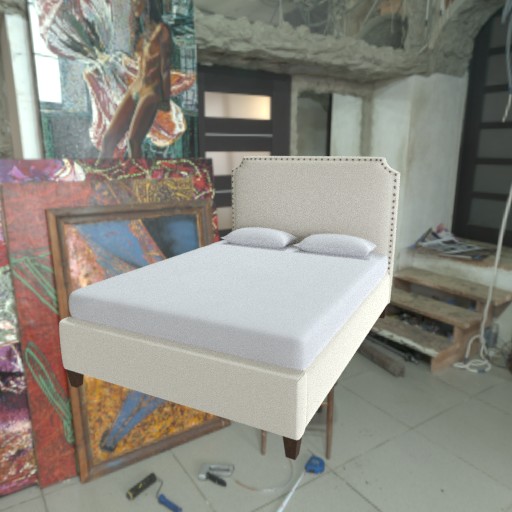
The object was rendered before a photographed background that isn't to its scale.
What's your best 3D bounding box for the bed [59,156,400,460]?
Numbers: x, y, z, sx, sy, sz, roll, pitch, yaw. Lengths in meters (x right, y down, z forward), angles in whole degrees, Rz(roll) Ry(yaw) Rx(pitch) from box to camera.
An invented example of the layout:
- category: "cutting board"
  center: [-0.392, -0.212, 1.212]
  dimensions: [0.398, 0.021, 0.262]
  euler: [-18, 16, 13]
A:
- category: "bed"
  center: [0.000, 0.000, 3.454]
  dimensions: [1.712, 1.497, 2.372]
  euler: [7, 15, 26]
